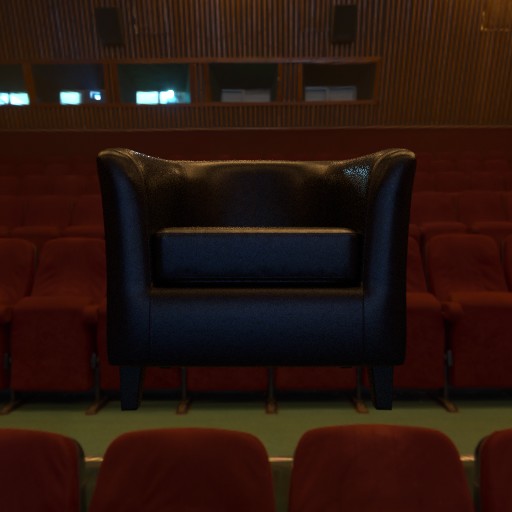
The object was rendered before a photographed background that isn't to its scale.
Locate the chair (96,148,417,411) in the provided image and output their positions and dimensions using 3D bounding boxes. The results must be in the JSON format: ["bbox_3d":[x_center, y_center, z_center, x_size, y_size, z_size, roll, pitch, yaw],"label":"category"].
[{"bbox_3d":[0.000,0.000,1.408,0.793,0.756,0.727,0,-1,0],"label":"chair"}]
